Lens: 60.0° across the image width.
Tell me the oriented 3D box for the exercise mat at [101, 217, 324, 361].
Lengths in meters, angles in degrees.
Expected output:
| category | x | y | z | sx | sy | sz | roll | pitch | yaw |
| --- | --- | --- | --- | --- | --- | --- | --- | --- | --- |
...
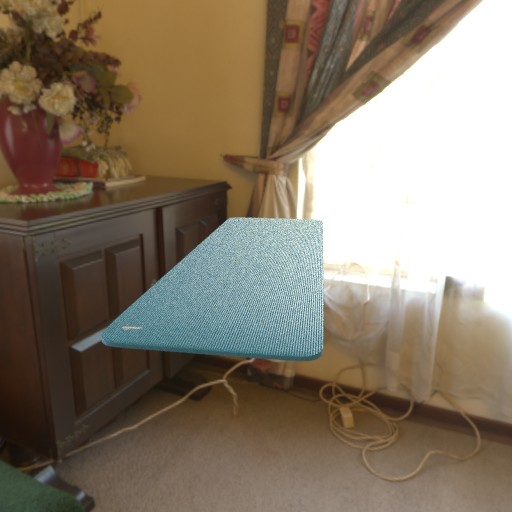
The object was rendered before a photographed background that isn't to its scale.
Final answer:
| category | x | y | z | sx | sy | sz | roll | pitch | yaw |
| --- | --- | --- | --- | --- | --- | --- | --- | --- | --- |
| exercise mat | 0.000 | 0.000 | 2.038 | 0.616 | 0.021 | 1.869 | 2 | 16 | 8 |
